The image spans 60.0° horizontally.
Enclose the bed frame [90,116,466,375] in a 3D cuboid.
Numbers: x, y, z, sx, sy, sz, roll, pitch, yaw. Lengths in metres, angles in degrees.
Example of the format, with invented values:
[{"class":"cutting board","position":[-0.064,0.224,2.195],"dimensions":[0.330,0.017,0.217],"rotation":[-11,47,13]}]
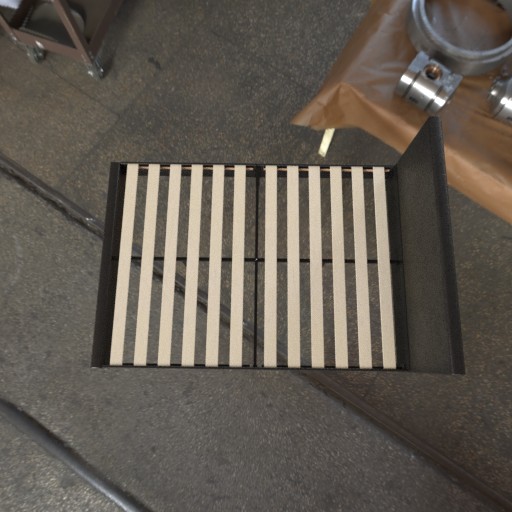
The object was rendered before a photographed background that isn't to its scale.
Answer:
[{"class":"bed frame","position":[0.000,0.000,2.925],"dimensions":[2.152,1.046,1.469],"rotation":[1,76,0]}]
